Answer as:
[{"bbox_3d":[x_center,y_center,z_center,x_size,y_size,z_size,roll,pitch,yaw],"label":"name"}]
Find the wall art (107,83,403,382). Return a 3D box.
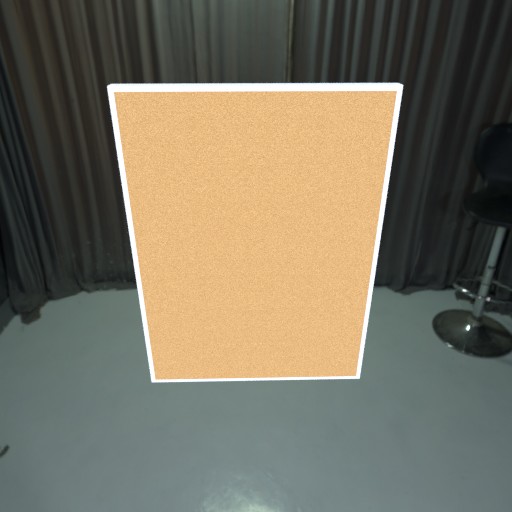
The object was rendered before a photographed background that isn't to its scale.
[{"bbox_3d":[0.000,0.000,1.676,0.914,1.221,0.046,-1,28,-1],"label":"wall art"}]
